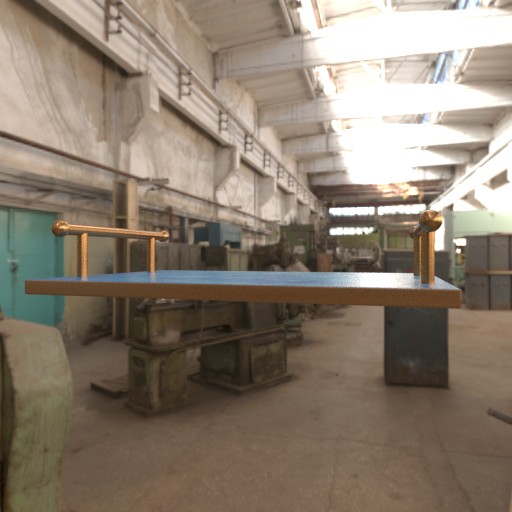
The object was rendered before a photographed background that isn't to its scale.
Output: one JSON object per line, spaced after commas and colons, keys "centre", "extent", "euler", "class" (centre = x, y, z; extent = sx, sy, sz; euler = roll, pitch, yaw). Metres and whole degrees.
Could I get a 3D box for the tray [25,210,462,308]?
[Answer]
{"centre": [0.000, 0.000, 0.570], "extent": [0.444, 0.084, 0.304], "euler": [0, 0, 17], "class": "tray"}
